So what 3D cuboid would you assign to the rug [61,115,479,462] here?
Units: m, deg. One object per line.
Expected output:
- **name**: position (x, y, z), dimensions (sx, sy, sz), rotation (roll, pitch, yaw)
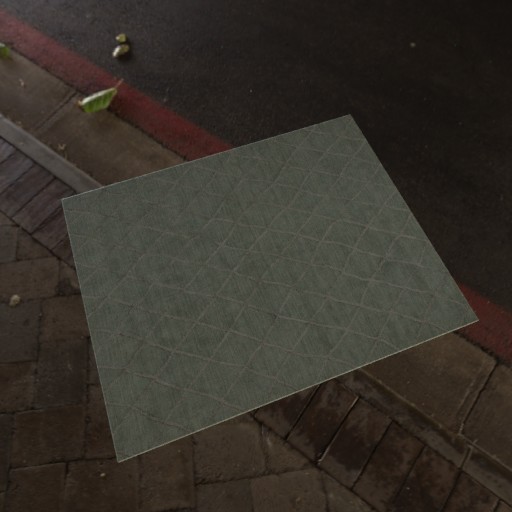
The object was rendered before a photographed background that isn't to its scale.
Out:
- **rug**: position (0.000, 0.000, 3.943), dimensions (3.039, 0.019, 2.420), rotation (-19, 65, -9)
